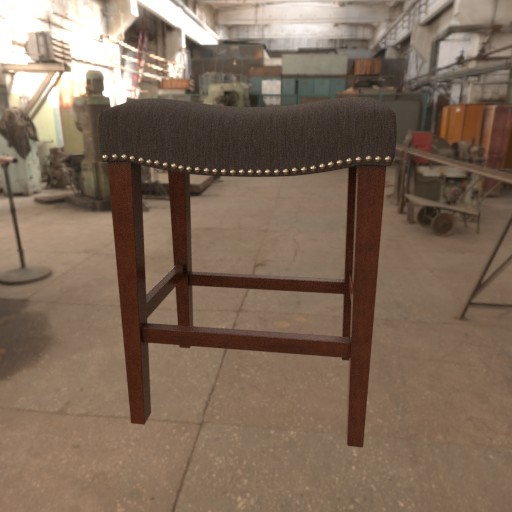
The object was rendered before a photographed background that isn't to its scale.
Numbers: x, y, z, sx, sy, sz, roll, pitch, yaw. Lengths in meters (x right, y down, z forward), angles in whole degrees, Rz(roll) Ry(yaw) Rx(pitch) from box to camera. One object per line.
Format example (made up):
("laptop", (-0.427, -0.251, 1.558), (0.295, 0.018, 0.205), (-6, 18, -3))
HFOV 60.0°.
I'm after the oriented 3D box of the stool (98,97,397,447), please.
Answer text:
("stool", (0.000, 0.000, 0.975), (0.504, 0.654, 0.372), (3, 18, 8))
